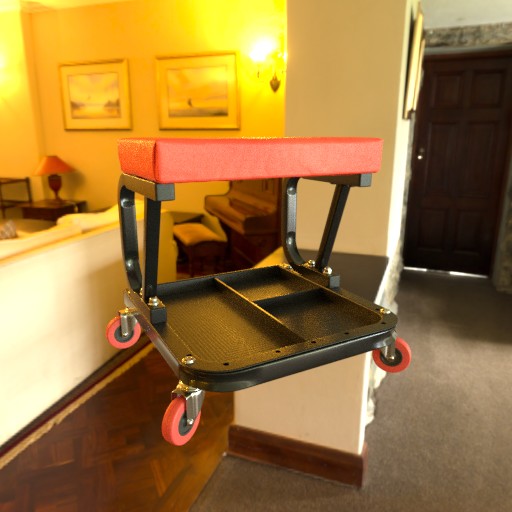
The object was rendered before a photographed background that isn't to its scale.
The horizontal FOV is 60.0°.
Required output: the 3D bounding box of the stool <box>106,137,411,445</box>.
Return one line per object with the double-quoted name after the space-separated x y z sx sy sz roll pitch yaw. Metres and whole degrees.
0.000 0.000 0.734 0.446 0.380 0.371 -8 17 -28 "stool"
